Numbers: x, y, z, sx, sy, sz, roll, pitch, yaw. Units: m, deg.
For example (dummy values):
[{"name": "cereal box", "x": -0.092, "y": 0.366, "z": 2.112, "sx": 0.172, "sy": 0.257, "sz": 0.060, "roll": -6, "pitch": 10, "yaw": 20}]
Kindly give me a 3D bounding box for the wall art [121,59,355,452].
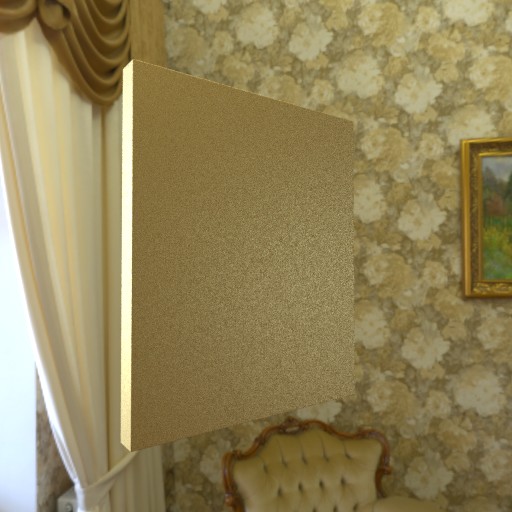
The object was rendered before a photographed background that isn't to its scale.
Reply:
[{"name": "wall art", "x": 0.000, "y": 0.000, "z": 0.900, "sx": 0.537, "sy": 0.642, "sz": 0.048, "roll": 1, "pitch": -1, "yaw": -36}]
